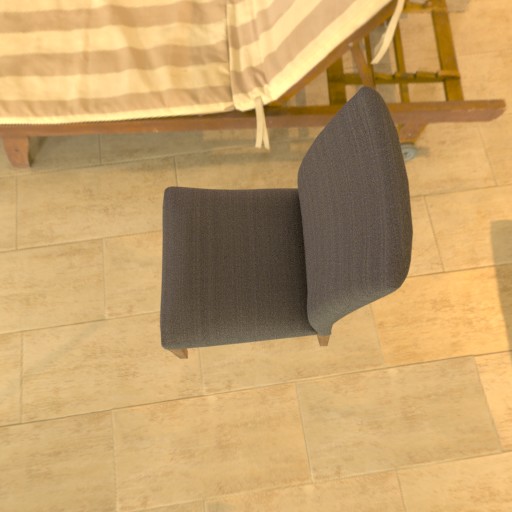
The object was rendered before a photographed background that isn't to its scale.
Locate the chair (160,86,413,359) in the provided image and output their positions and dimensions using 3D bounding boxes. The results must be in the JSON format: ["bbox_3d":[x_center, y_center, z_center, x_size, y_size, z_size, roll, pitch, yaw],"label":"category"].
[{"bbox_3d":[0.000,0.000,1.283,0.585,0.940,0.496,-2,73,-1],"label":"chair"}]
